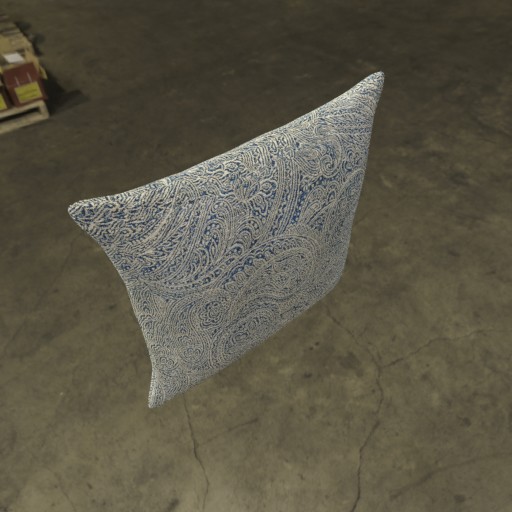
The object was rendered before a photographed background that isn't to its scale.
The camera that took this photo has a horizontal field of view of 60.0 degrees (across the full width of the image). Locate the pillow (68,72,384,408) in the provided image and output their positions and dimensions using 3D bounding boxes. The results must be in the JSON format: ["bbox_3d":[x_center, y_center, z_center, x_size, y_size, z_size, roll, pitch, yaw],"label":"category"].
[{"bbox_3d":[0.000,0.000,0.770,0.523,0.510,0.166,-31,54,-26],"label":"pillow"}]
